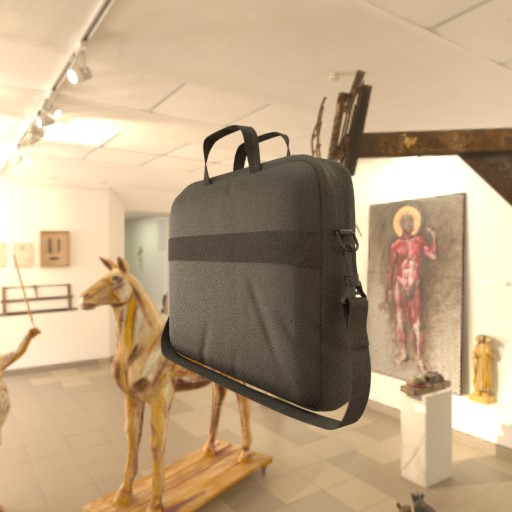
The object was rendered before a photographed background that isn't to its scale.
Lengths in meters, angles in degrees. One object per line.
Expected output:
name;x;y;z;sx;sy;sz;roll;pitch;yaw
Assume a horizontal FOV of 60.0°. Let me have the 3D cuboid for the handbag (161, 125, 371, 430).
handbag;0.000;0.000;0.442;0.089;0.244;0.320;0;0;-35
